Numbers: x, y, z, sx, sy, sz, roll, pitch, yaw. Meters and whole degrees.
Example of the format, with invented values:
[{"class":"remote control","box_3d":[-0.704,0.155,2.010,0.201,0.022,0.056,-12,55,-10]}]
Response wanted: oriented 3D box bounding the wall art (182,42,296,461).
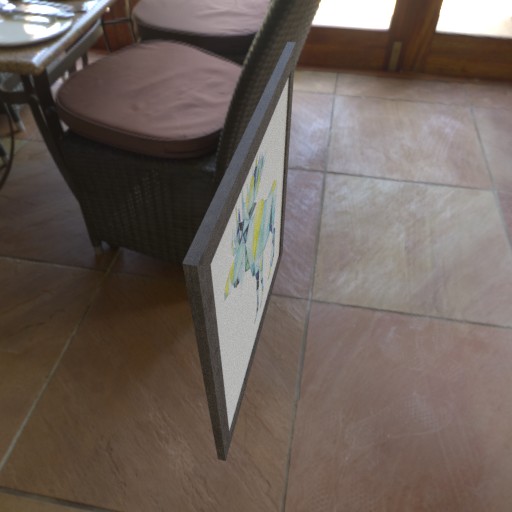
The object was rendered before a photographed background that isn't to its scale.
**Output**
[{"class":"wall art","box_3d":[0.000,0.000,0.675,0.013,0.457,0.457,10,48,9]}]
